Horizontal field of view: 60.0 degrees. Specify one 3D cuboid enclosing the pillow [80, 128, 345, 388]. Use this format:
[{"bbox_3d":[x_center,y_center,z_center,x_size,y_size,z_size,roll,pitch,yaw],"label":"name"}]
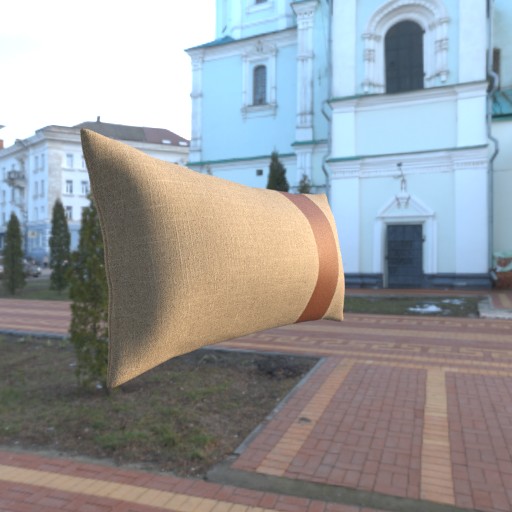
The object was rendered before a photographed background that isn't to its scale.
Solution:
[{"bbox_3d":[0.000,0.000,0.729,0.155,0.282,0.612,0,0,35],"label":"pillow"}]
